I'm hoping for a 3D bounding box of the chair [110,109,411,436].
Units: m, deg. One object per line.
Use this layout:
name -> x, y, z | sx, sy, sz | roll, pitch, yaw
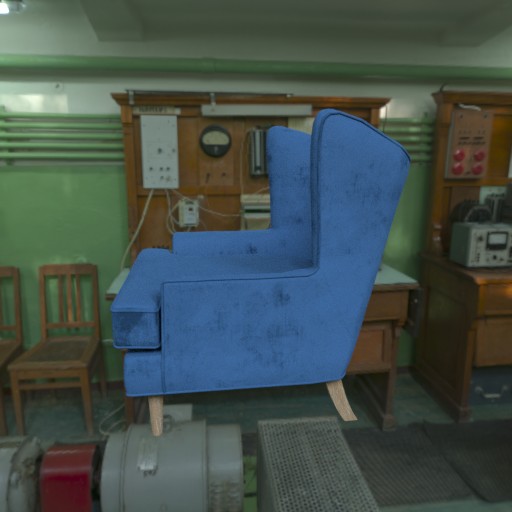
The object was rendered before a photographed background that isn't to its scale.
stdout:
chair -> 0.000, 0.000, 1.606 | 0.910, 0.952, 0.793 | -2, 13, -8
